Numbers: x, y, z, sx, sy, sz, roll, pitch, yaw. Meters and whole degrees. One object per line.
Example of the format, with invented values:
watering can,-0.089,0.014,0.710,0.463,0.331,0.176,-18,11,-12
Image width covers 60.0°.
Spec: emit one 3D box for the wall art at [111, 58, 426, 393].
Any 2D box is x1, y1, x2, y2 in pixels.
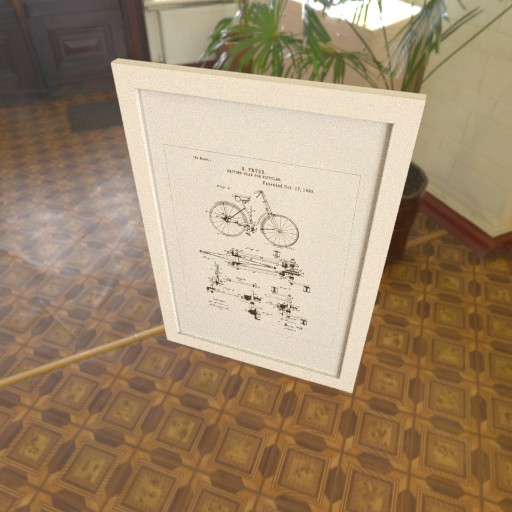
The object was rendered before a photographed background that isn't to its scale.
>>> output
wall art,0.000,0.000,0.604,0.332,0.477,0.015,13,42,14
